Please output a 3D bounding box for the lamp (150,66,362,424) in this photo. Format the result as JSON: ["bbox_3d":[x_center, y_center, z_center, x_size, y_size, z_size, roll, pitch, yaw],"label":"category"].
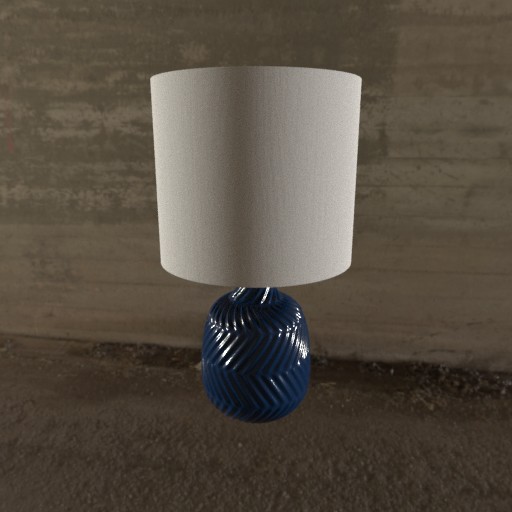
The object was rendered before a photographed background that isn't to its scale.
[{"bbox_3d":[0.000,0.000,0.484,0.203,0.368,0.203,-8,17,-27],"label":"lamp"}]
